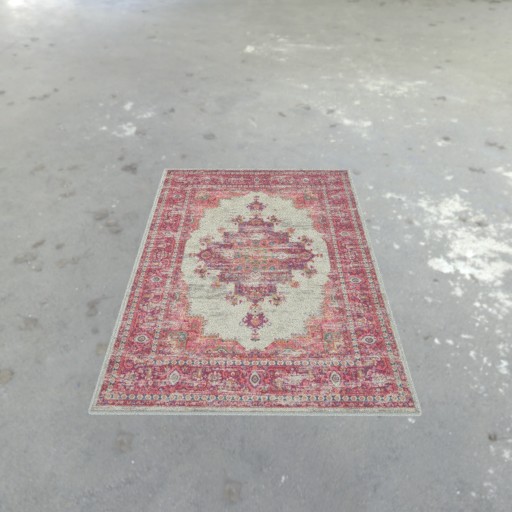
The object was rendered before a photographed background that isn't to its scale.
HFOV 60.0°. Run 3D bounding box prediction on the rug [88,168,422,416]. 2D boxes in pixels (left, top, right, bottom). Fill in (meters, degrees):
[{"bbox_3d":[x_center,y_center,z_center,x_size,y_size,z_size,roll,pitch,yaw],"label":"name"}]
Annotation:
[{"bbox_3d":[0.000,0.000,2.267,1.217,0.011,1.747,0,41,0],"label":"rug"}]
